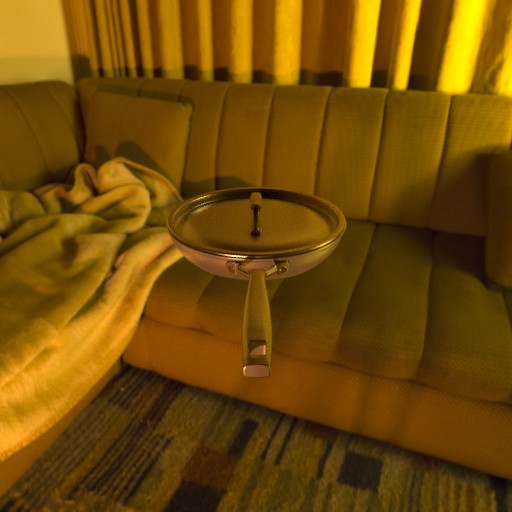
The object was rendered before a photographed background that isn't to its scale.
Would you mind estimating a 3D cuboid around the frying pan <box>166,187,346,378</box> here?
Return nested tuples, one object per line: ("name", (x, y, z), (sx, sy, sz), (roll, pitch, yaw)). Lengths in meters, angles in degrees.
("frying pan", (0.000, 0.000, 0.589), (0.272, 0.086, 0.490), (0, 27, 0))
